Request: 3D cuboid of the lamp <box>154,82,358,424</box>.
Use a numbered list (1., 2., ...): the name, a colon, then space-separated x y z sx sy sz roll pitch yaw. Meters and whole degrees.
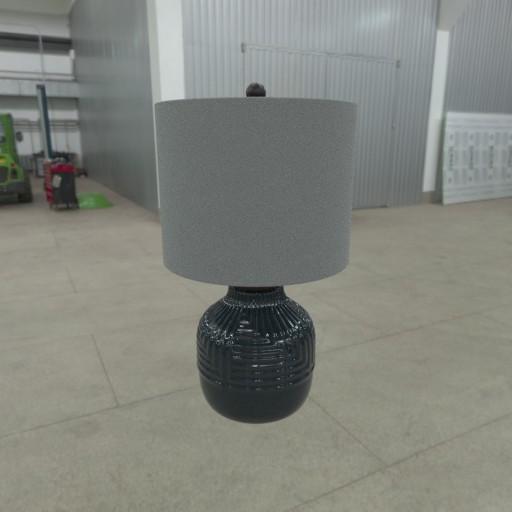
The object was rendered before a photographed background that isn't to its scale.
1. lamp: 0.000 0.000 0.774 0.318 0.567 0.318 0 15 0
